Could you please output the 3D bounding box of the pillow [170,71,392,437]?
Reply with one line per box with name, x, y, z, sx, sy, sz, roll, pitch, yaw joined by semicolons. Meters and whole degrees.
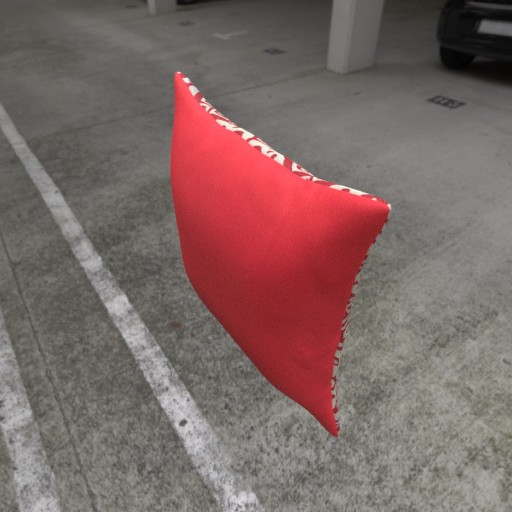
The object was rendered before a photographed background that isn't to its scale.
pillow;0.000;0.000;0.802;0.192;0.507;0.522;-24;46;-25
